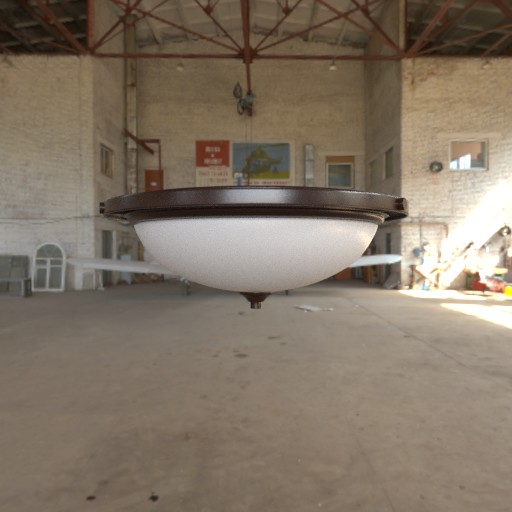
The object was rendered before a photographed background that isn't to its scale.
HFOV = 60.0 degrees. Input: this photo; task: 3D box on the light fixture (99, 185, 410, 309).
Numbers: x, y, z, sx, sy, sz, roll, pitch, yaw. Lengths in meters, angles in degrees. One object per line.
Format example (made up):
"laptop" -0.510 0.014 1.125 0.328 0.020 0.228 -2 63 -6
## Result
"light fixture" 0.000 0.000 0.552 0.361 0.130 0.361 0 1 0
